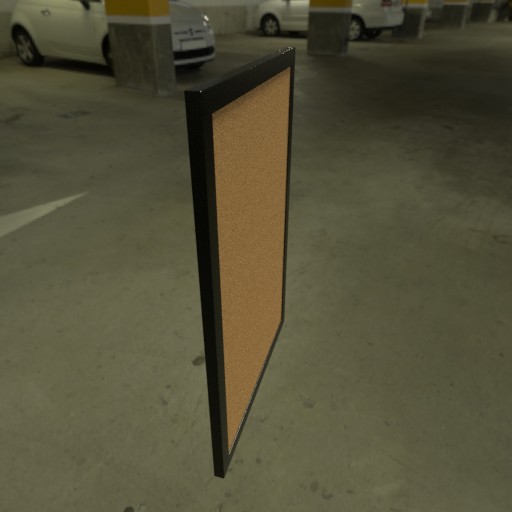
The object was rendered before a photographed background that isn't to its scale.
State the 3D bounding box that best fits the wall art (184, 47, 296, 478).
[{"bbox_3d":[0.000,0.000,0.536,0.013,0.432,0.304,9,32,14],"label":"wall art"}]
